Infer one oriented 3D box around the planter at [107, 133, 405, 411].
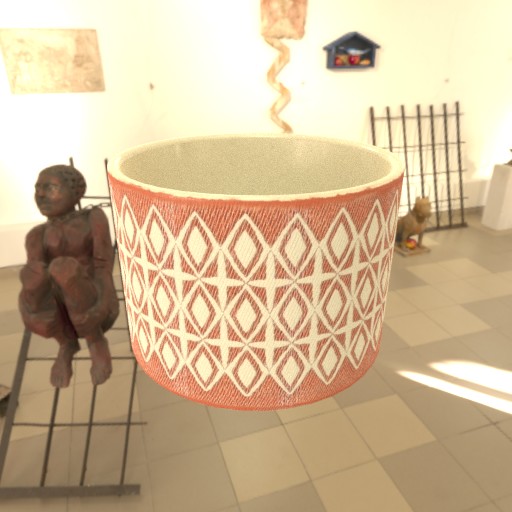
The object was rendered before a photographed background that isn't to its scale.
[{"bbox_3d":[0.000,0.000,0.328,0.192,0.148,0.192,0,25,0],"label":"planter"}]
